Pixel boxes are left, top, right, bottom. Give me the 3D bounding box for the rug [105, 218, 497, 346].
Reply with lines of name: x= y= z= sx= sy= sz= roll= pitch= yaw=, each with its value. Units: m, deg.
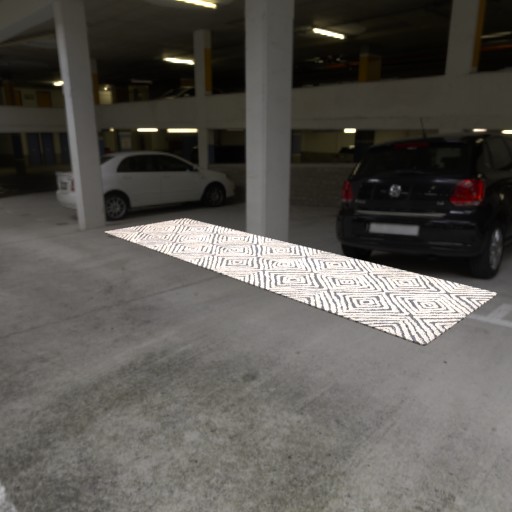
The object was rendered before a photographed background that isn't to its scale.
rug: x=0.000 y=0.000 z=2.455 sx=0.676 sy=0.008 sz=2.277 roll=-15 pitch=22 yaw=-42
